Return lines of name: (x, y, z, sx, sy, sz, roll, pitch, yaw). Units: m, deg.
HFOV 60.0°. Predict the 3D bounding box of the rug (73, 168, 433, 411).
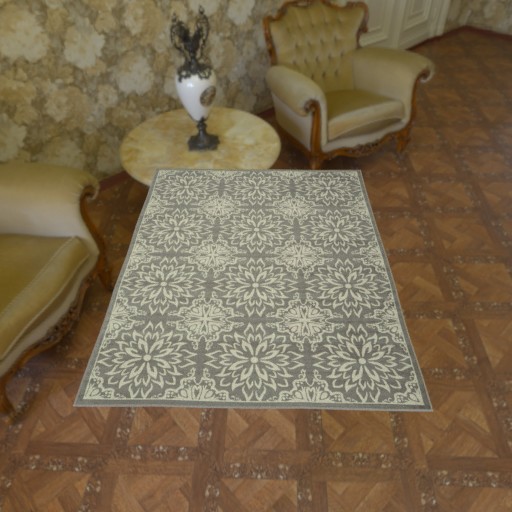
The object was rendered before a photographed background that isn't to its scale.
rug: (0.000, 0.000, 4.007, 2.363, 0.012, 2.980, 1, 42, 1)
